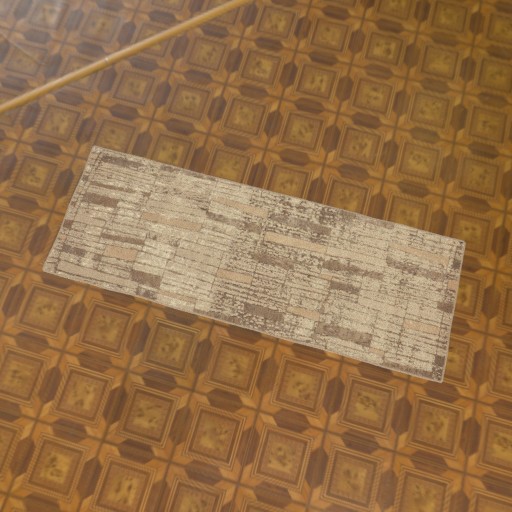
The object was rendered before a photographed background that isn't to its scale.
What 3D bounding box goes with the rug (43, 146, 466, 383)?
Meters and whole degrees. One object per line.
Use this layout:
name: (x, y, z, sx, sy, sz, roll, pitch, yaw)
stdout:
rug: (0.000, 0.000, 2.636, 2.383, 0.018, 0.857, 15, 76, 4)
